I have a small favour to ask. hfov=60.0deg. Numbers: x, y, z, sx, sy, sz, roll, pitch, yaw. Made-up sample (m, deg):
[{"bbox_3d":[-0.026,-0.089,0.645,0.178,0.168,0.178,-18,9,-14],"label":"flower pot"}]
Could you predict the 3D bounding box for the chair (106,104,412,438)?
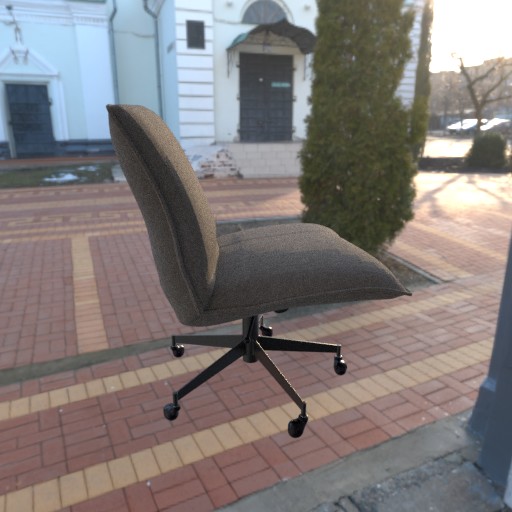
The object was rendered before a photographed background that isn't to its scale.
[{"bbox_3d":[0.000,0.000,1.263,0.696,0.811,0.597,-3,17,-9],"label":"chair"}]
